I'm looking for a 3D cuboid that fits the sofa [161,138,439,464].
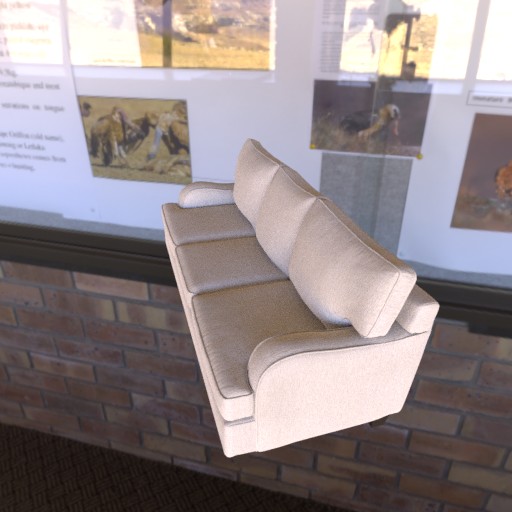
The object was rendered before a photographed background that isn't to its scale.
[{"bbox_3d":[0.000,0.000,2.912,1.016,0.991,2.323,-8,29,-15],"label":"sofa"}]
